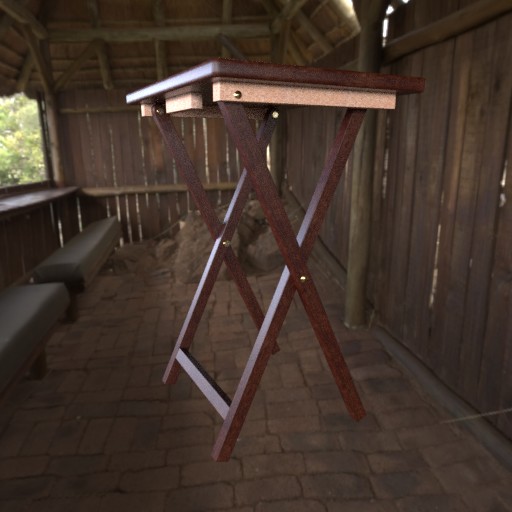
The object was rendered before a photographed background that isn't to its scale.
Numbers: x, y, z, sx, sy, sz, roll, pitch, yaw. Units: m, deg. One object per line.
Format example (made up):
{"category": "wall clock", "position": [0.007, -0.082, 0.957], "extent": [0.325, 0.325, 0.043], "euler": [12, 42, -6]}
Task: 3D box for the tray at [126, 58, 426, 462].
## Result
{"category": "tray", "position": [0.000, 0.000, 0.921], "extent": [0.381, 0.660, 0.483], "euler": [-8, 16, -28]}
